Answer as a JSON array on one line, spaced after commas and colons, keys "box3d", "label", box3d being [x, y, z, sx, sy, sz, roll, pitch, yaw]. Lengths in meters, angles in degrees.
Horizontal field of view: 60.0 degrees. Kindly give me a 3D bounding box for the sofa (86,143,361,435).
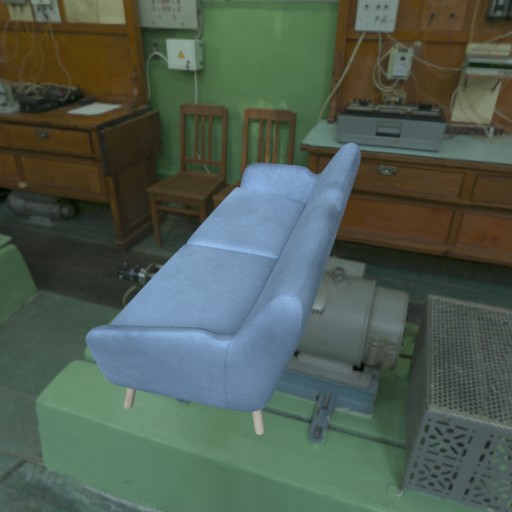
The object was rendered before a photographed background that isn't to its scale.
[{"box3d": [0.000, 0.000, 2.334, 0.850, 0.810, 1.870, 9, 32, 15], "label": "sofa"}]
